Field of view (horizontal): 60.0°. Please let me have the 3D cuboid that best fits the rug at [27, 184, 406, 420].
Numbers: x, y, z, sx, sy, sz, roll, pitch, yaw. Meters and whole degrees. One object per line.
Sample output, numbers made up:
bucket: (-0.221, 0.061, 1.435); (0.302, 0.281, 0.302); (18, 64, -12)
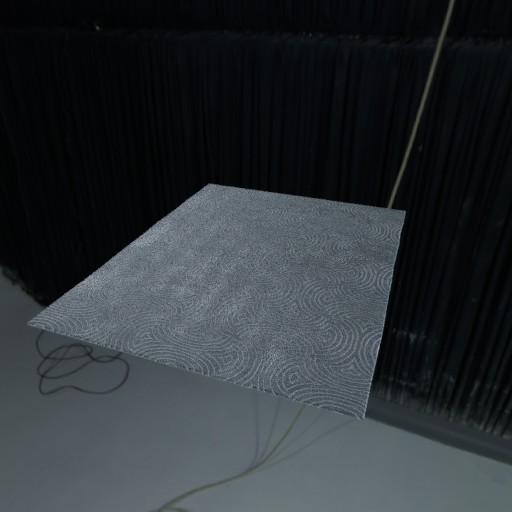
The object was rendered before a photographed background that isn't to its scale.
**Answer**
rug: (0.000, 0.000, 4.104); (2.456, 0.021, 3.042); (11, 32, 18)
